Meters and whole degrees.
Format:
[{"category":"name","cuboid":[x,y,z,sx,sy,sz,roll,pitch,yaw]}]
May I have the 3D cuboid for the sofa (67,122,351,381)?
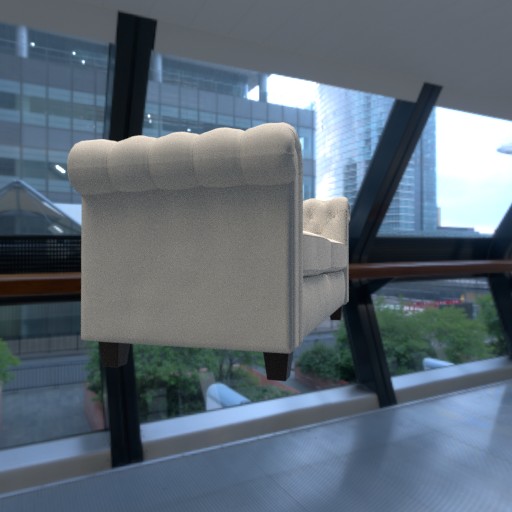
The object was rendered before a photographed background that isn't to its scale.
[{"category":"sofa","cuboid":[0.000,0.000,2.203,0.771,0.796,1.798,0,-1,17]}]
